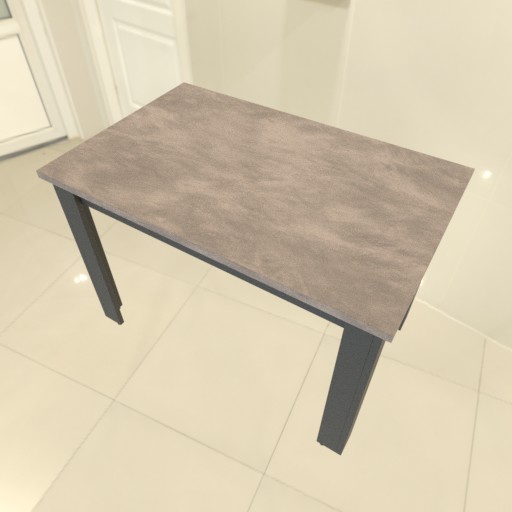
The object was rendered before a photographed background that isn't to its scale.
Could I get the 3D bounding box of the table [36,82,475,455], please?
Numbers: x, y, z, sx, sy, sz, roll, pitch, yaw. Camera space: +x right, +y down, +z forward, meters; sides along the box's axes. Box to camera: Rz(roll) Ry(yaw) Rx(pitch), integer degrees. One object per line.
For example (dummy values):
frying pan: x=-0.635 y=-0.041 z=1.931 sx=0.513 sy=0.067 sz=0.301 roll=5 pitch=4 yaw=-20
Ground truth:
table: x=0.000 y=0.000 z=1.577 sx=1.100 sy=0.734 sz=0.700 roll=24 pitch=50 yaw=22
